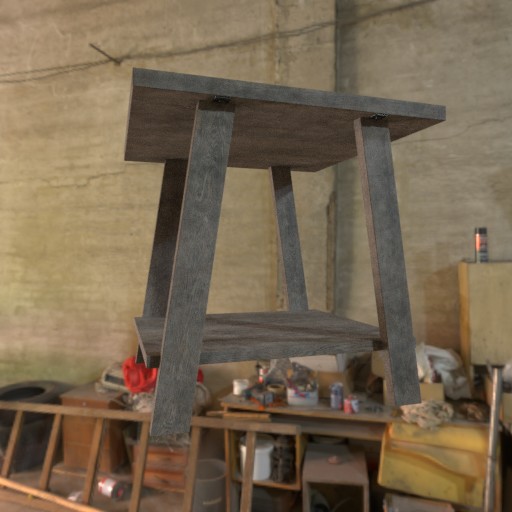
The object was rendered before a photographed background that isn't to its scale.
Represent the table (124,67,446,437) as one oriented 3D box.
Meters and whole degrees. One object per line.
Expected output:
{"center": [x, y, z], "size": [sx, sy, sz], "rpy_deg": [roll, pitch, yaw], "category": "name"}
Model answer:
{"center": [0.000, 0.000, 1.093], "size": [0.610, 0.610, 0.610], "rpy_deg": [0, 0, -18], "category": "table"}
